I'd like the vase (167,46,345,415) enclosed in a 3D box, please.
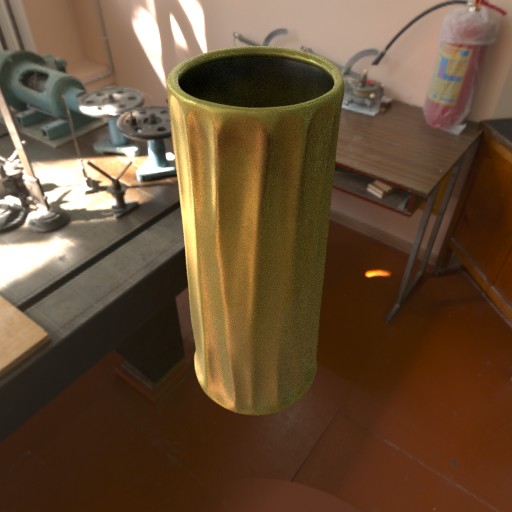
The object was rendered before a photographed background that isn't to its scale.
[{"bbox_3d":[0.000,0.000,0.177,0.061,0.143,0.061,0,42,0],"label":"vase"}]
